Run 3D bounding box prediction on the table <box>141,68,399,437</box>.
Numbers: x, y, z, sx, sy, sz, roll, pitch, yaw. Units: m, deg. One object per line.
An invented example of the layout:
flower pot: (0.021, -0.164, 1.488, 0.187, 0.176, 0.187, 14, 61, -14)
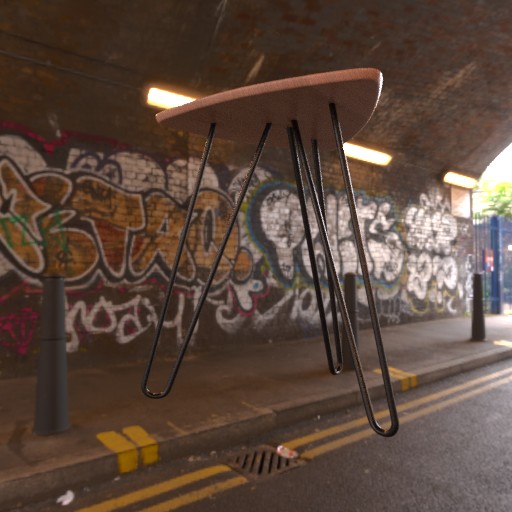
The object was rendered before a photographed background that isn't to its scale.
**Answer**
table: (0.000, 0.000, 0.885, 0.455, 0.564, 0.442, 0, -2, 0)
